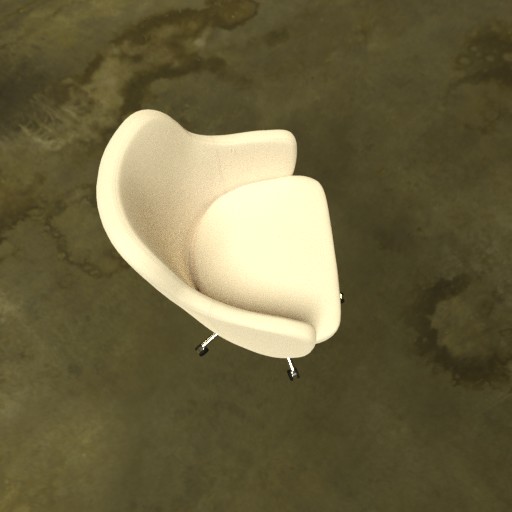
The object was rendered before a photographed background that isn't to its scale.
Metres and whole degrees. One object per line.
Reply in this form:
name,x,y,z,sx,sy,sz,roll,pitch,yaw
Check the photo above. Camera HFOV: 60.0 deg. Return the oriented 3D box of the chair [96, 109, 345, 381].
chair,0.000,0.000,1.269,0.647,0.819,0.602,-2,64,-1
